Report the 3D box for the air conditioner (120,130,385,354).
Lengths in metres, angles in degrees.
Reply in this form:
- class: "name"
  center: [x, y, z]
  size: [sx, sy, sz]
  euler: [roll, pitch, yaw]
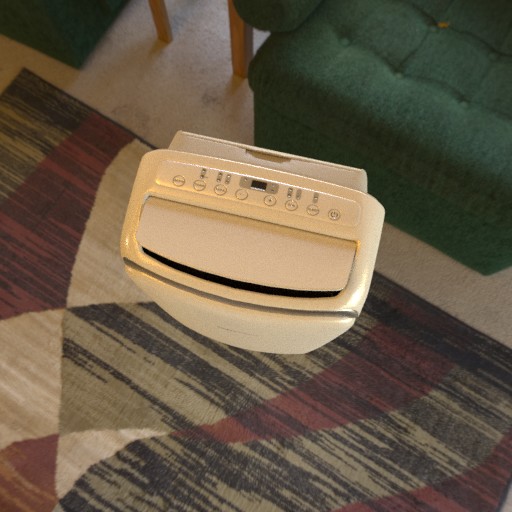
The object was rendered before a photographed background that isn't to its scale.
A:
- class: "air conditioner"
  center: [0.000, 0.000, 1.088]
  size: [0.449, 0.786, 0.414]
  euler: [13, 75, 3]
